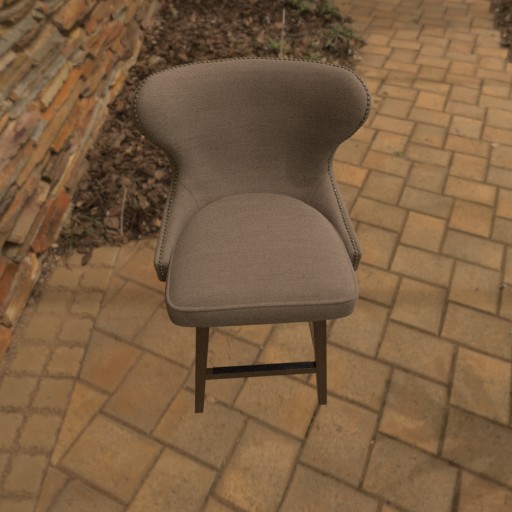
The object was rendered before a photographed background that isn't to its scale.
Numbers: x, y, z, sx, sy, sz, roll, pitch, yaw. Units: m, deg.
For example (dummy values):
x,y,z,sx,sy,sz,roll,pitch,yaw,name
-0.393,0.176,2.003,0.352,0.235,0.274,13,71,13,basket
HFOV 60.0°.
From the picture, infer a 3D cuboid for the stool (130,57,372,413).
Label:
x,y,z,sx,sy,sz,roll,pitch,yaw,name
0.000,0.000,1.348,0.615,0.972,0.597,-3,47,-3,stool
